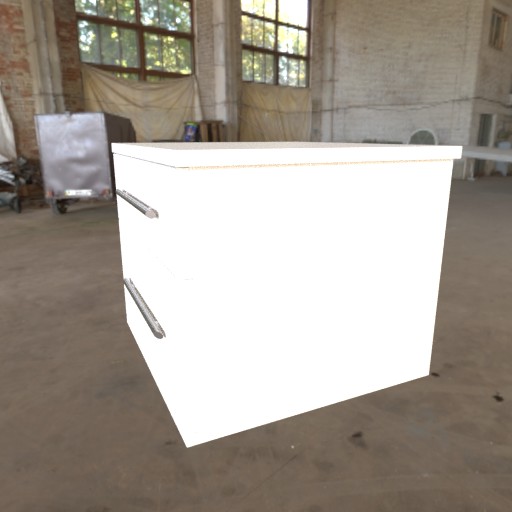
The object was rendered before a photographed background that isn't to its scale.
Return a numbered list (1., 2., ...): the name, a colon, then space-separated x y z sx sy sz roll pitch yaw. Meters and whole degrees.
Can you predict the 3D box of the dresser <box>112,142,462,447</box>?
1. dresser: 0.000 0.000 0.737 0.400 0.360 0.430 -7 17 -24
